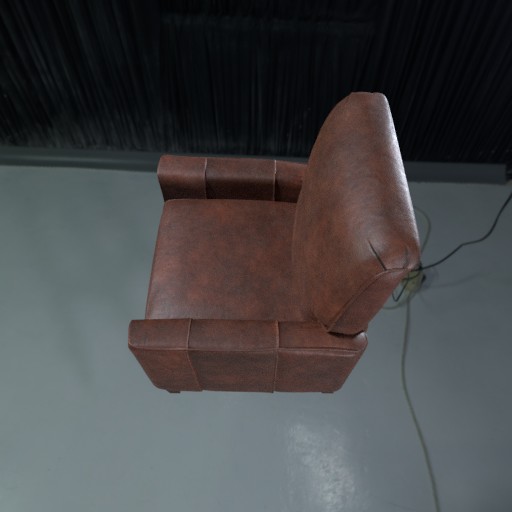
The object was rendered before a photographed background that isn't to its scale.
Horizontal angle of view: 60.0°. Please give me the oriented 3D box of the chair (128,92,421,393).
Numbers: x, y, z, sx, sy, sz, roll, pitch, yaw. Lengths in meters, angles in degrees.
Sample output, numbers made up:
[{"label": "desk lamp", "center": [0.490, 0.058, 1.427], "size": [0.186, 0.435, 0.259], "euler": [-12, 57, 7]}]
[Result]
[{"label": "chair", "center": [0.000, 0.000, 1.678], "size": [0.836, 1.043, 0.843], "euler": [1, 57, 0]}]
